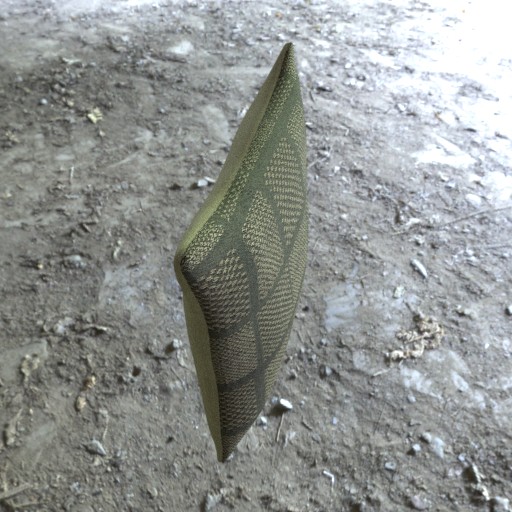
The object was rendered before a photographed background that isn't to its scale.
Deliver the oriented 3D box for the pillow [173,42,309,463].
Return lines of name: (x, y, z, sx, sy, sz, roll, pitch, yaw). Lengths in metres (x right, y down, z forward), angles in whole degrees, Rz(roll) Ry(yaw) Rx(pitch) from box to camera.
pillow: (0.000, 0.000, 0.631, 0.138, 0.432, 0.435, 10, 48, 10)
